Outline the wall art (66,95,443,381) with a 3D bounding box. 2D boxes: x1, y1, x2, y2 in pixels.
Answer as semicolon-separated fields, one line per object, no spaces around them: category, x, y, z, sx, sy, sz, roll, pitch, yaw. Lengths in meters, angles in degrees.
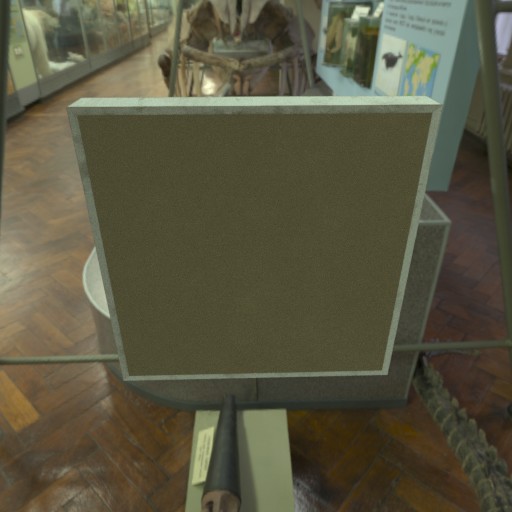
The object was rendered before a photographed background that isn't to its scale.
wall art;0.000;0.000;0.451;0.305;0.303;0.038;-1;30;-1
